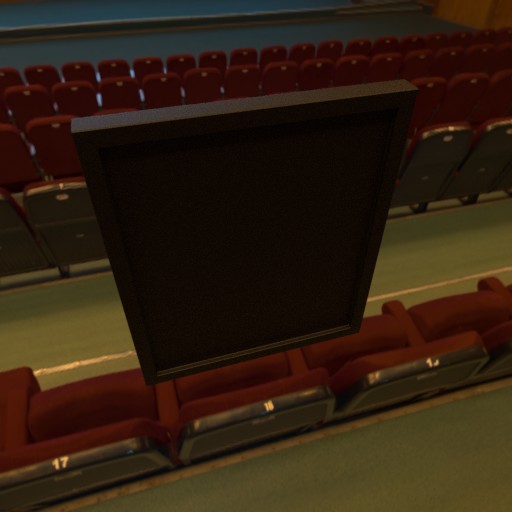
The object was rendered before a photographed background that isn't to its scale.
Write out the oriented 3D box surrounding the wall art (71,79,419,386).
[{"bbox_3d":[0.000,0.000,0.538,0.328,0.381,0.028,-11,43,-13],"label":"wall art"}]
